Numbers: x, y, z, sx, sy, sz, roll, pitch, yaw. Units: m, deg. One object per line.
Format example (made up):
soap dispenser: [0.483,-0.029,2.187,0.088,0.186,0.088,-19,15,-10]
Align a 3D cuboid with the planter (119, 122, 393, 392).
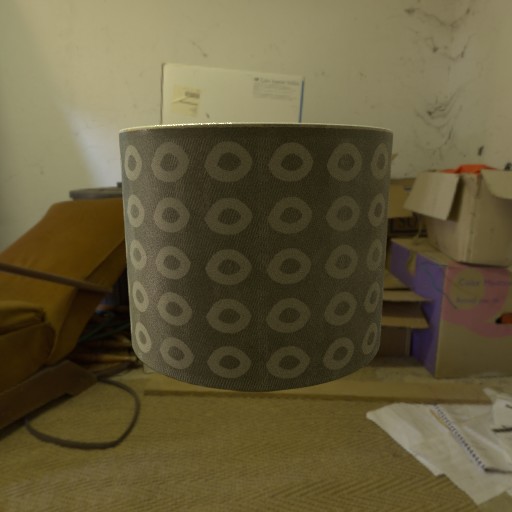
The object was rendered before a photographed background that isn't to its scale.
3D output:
planter: [0.000,0.000,0.339,0.190,0.181,0.190,0,12,0]
